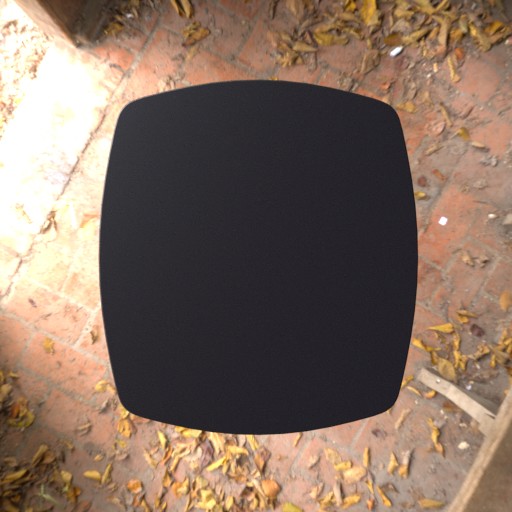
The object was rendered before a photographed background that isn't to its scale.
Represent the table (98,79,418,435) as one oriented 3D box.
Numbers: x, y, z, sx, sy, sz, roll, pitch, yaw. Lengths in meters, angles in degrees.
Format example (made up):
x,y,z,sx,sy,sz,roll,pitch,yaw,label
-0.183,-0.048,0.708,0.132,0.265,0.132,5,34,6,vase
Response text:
x,y,z,sx,sy,sz,roll,pitch,yaw,label
0.000,0.000,0.858,0.457,0.457,0.508,0,91,-1,table
